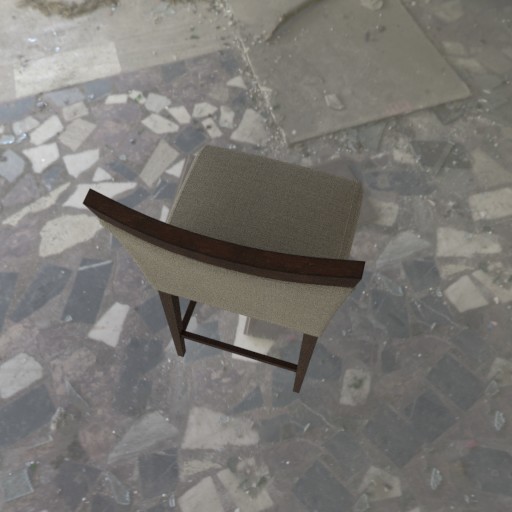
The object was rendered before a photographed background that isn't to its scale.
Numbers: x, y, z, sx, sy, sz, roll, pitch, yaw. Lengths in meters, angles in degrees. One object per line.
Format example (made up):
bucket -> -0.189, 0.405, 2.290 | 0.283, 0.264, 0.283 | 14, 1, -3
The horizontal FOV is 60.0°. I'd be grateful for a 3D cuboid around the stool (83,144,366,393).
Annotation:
stool -> 0.000, 0.000, 1.305 | 0.512, 1.009, 0.531 | 15, 64, 8
